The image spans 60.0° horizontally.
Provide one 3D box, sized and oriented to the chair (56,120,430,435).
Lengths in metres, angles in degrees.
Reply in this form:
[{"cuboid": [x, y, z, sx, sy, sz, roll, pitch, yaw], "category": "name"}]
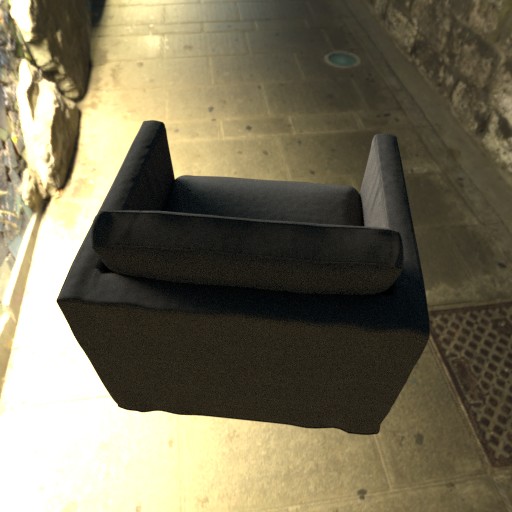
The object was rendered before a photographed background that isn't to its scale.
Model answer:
[{"cuboid": [0.000, 0.000, 1.681, 1.057, 0.863, 0.949, 4, 48, 4], "category": "chair"}]
